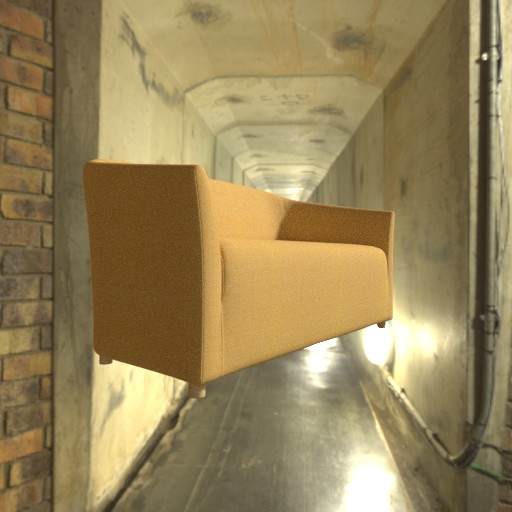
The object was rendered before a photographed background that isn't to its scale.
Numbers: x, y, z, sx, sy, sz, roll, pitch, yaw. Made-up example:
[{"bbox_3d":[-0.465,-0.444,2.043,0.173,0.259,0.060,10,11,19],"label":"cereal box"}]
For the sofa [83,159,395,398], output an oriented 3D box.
[{"bbox_3d":[0.000,0.000,1.851,0.705,0.721,1.452,0,0,36],"label":"sofa"}]
